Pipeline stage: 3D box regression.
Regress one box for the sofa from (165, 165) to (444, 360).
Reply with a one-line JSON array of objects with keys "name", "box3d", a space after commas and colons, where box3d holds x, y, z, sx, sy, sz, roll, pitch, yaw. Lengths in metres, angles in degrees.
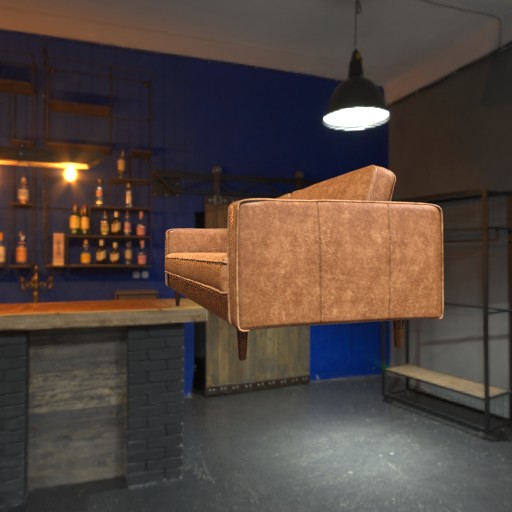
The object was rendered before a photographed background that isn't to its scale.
[{"name": "sofa", "box3d": [0.000, 0.000, 2.650, 0.886, 0.779, 2.199, 0, 0, -18]}]
